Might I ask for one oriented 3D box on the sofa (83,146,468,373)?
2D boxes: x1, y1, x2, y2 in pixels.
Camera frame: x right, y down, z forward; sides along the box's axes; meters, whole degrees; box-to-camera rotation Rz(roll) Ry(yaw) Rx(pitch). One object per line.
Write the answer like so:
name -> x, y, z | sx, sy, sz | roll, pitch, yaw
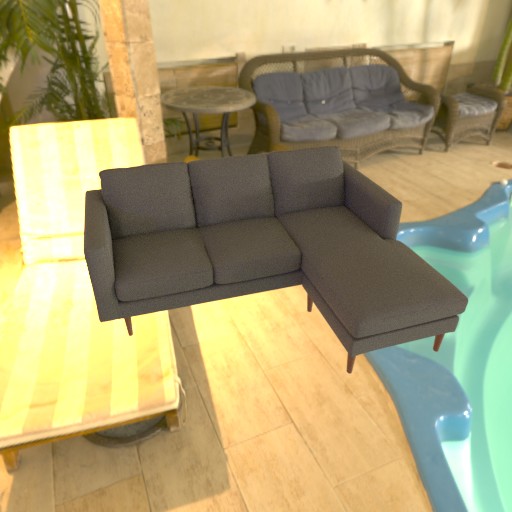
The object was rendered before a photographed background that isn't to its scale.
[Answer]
sofa -> 0.000, 0.000, 2.861 | 2.031, 0.897, 1.591 | -9, 33, -15
